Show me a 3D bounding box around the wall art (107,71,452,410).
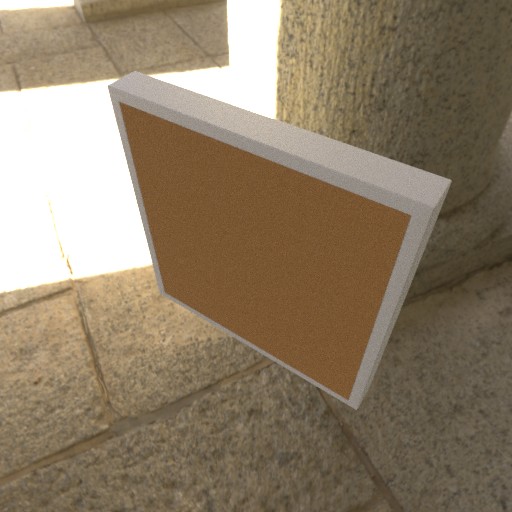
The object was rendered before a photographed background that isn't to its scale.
[{"bbox_3d":[0.000,0.000,0.468,0.305,0.305,0.037,26,52,23],"label":"wall art"}]
